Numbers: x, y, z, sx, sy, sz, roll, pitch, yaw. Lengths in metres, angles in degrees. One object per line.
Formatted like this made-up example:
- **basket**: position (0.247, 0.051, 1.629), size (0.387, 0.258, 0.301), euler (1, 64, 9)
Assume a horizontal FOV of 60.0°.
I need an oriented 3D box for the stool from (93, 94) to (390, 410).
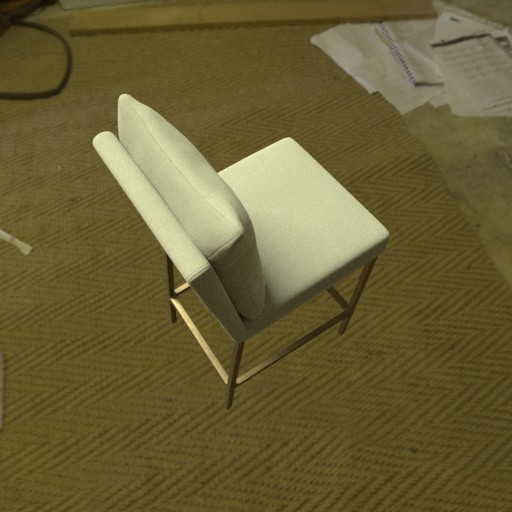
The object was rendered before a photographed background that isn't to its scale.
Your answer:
- **stool**: position (0.000, 0.000, 1.308), size (0.572, 1.032, 0.463), euler (-30, 62, -18)
